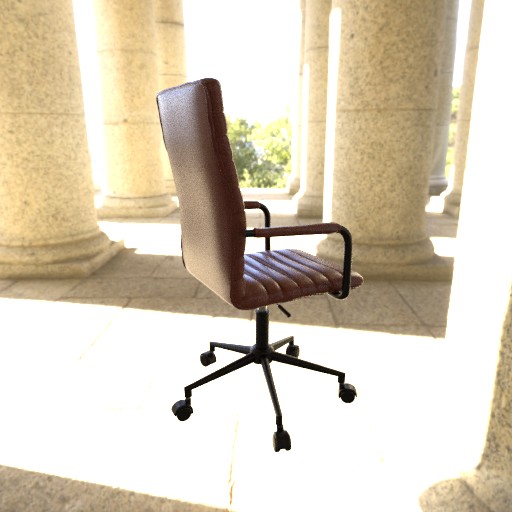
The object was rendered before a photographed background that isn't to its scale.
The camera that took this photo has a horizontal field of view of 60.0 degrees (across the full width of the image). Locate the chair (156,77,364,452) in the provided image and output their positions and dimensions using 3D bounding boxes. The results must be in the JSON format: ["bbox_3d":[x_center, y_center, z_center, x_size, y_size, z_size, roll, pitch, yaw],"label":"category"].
[{"bbox_3d":[0.000,0.000,1.372,0.580,0.979,0.608,-8,17,-26],"label":"chair"}]
